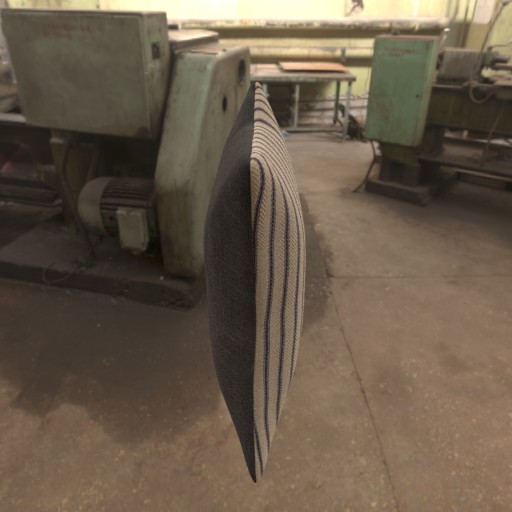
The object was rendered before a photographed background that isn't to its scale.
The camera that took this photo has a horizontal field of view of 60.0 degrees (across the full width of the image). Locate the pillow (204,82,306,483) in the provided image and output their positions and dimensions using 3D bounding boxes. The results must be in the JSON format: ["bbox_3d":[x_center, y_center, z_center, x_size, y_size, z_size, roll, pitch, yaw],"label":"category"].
[{"bbox_3d":[0.000,0.000,0.686,0.138,0.444,0.468,0,29,0],"label":"pillow"}]
